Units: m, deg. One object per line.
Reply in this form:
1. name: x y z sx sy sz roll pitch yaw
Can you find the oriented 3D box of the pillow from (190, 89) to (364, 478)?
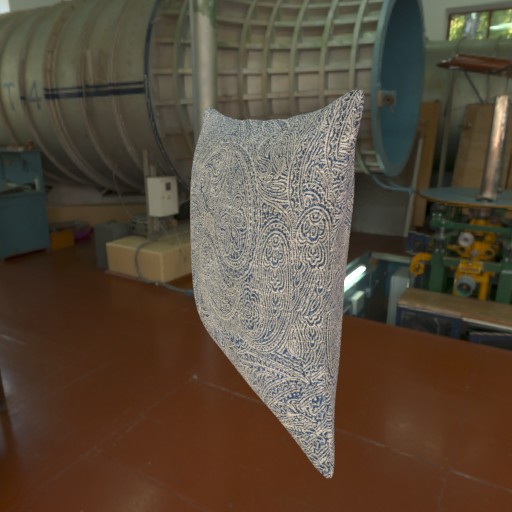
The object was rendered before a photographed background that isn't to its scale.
1. pillow: 0.000 0.000 0.773 0.166 0.510 0.523 -7 18 -24
